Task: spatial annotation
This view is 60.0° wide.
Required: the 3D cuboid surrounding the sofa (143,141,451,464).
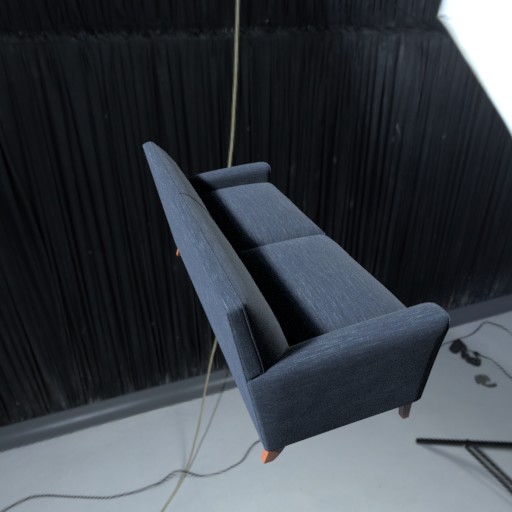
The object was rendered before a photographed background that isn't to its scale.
[{"bbox_3d":[0.000,0.000,2.426,0.875,0.846,1.976,-10,31,-17],"label":"sofa"}]
